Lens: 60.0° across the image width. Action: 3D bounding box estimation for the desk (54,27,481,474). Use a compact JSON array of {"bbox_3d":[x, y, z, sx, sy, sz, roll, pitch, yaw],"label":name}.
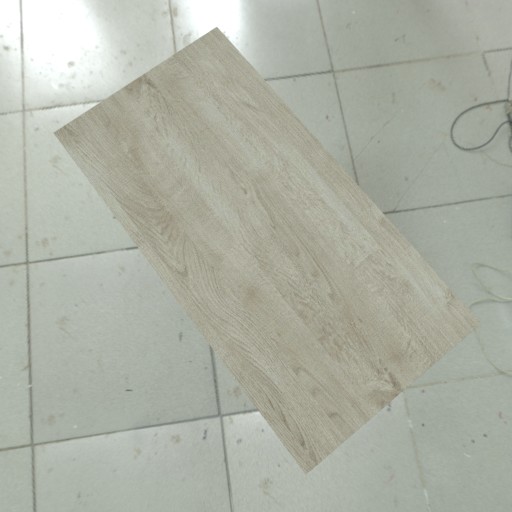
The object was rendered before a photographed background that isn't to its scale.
[{"bbox_3d":[0.000,0.000,1.510,0.560,0.730,1.096,-37,79,-8],"label":"desk"}]
